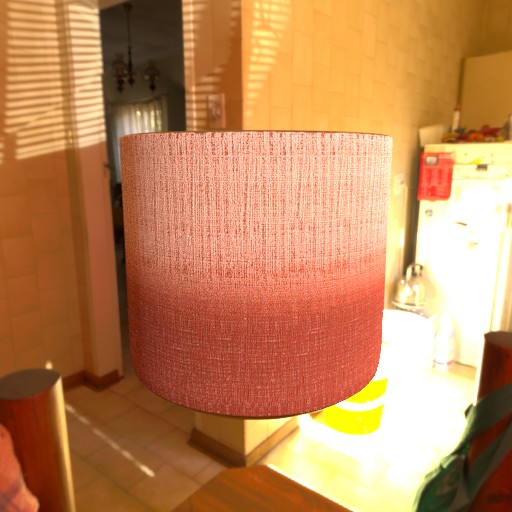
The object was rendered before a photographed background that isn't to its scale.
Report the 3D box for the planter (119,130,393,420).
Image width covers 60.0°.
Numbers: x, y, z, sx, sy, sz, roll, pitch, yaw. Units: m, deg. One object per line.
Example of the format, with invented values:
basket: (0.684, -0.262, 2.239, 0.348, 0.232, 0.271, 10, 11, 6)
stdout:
planter: (0.000, 0.000, 0.388, 0.221, 0.201, 0.221, 0, 13, 0)
